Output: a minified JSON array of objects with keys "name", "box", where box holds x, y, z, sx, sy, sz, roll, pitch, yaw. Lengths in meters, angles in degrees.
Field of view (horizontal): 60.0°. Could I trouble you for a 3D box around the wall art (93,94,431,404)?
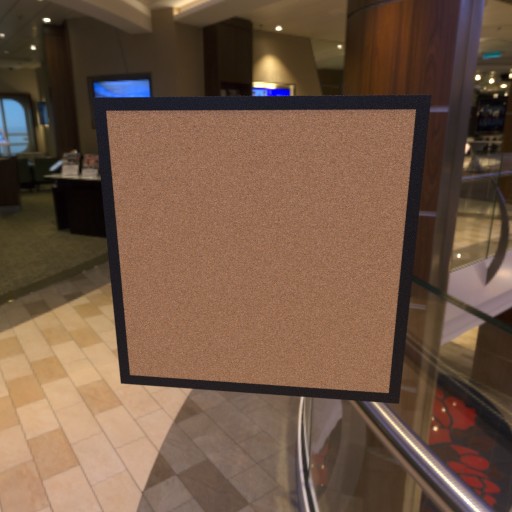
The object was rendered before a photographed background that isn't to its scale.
[{"name":"wall art","box":[0.000,0.000,0.750,0.508,0.508,0.038,2,16,7]}]
